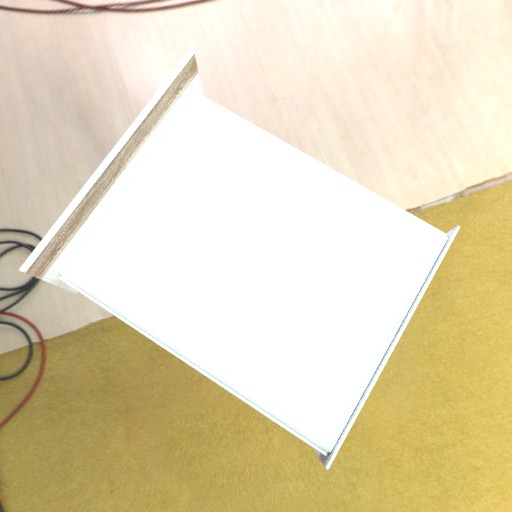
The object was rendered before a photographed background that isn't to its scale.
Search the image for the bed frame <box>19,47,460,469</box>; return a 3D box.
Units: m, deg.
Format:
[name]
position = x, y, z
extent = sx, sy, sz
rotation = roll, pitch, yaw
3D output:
[bed frame]
position = 0.000, 0.000, 2.911
extent = 2.060, 0.800, 1.720
rotation = 31, 78, 7
